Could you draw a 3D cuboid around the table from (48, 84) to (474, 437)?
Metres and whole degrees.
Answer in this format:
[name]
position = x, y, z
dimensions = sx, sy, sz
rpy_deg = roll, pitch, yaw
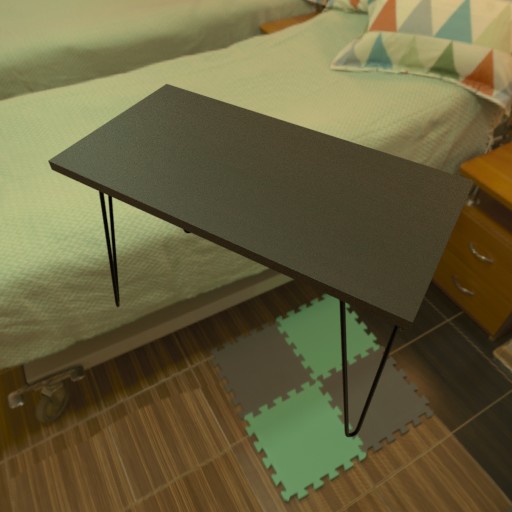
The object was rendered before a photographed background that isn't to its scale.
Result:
[table]
position = 0.000, 0.000, 1.395
dimensions = 0.991, 0.660, 0.499
rpy_deg = 24, 52, 20
